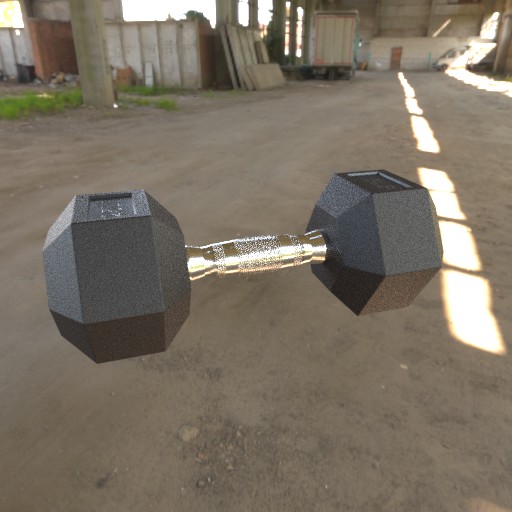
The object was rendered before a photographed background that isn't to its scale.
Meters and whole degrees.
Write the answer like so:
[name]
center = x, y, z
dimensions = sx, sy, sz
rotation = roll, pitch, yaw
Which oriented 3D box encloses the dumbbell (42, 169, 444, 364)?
[dumbbell]
center = 0.000, 0.000, 0.373
dimensions = 0.315, 0.113, 0.129
rotation = -8, 26, -16
